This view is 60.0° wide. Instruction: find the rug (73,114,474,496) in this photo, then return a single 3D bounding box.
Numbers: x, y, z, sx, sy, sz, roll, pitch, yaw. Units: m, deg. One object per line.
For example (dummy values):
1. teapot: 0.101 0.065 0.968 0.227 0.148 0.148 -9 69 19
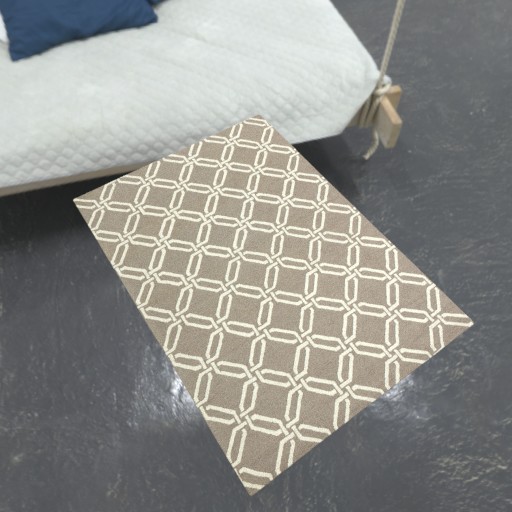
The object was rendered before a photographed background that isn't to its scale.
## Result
1. rug: 0.000 0.000 4.379 2.441 0.020 3.419 -30 62 -18
